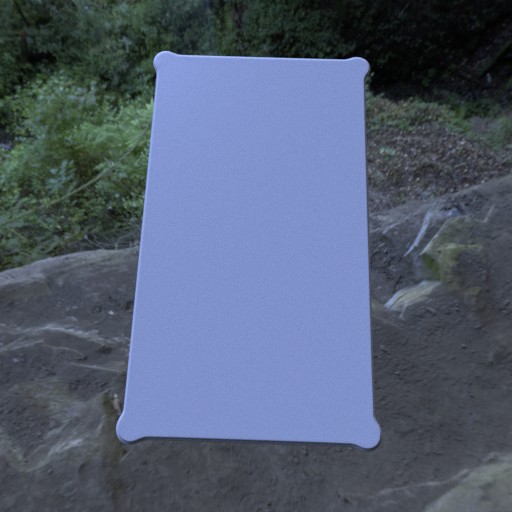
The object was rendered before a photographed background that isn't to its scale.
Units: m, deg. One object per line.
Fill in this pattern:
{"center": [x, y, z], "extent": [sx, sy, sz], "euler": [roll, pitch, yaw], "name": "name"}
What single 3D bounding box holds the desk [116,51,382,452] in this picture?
{"center": [0.000, 0.000, 1.854], "extent": [0.807, 0.762, 1.380], "euler": [2, 76, 0], "name": "desk"}
